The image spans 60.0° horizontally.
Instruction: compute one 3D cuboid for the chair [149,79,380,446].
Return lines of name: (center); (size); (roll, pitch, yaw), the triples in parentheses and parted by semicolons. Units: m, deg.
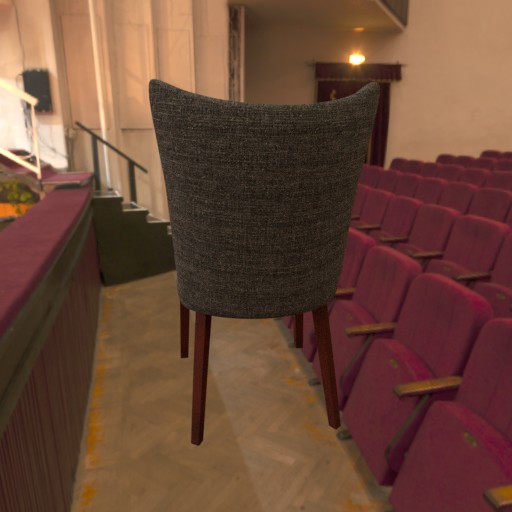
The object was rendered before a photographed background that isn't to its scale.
chair: (0.000, 0.000, 1.292); (0.535, 0.924, 0.623); (-3, 16, -10)
